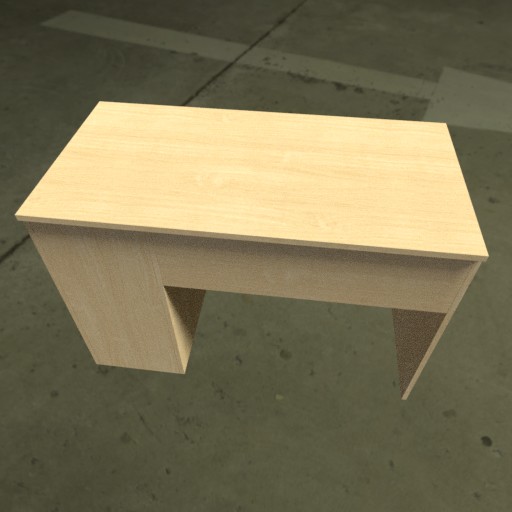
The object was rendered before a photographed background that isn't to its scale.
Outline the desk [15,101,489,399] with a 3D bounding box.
[{"bbox_3d":[0.000,0.000,1.474,1.097,0.735,0.560,5,47,5],"label":"desk"}]
